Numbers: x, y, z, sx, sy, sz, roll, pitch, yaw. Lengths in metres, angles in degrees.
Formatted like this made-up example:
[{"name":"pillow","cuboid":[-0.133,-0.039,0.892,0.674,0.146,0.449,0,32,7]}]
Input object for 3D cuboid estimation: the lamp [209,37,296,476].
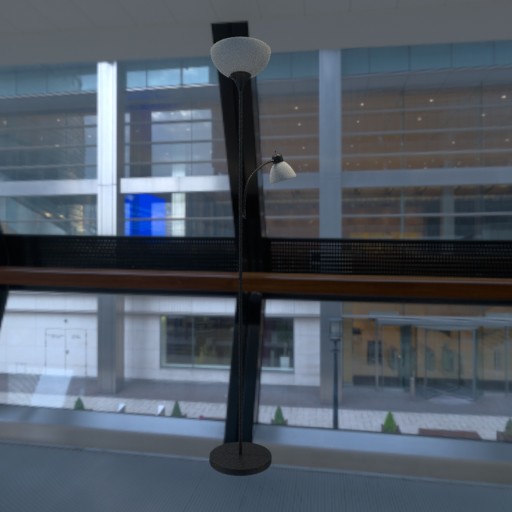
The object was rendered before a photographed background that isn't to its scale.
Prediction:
[{"name":"lamp","cuboid":[0.000,0.000,2.007,0.442,1.804,0.279,0,-1,-37]}]
